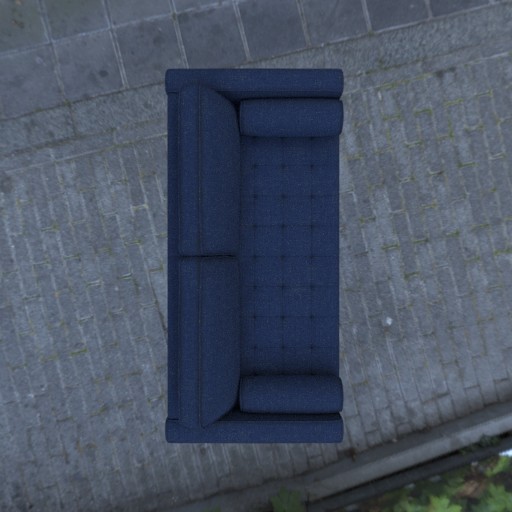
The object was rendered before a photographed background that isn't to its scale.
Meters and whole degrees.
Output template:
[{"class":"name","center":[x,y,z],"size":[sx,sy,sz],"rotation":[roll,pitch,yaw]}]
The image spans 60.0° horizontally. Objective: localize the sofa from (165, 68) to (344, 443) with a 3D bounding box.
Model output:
[{"class":"sofa","center":[0.000,0.000,2.393],"size":[0.914,0.762,1.880],"rotation":[0,90,0]}]
